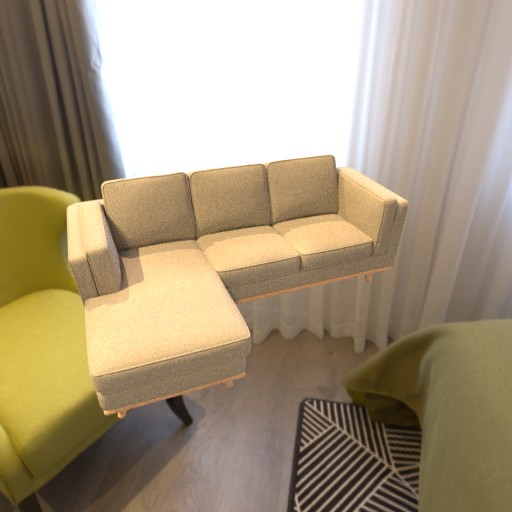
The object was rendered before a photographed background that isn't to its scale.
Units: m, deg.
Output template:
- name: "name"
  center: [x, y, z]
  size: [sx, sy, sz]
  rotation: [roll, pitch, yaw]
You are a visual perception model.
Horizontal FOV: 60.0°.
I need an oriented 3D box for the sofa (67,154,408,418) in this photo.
- name: "sofa"
  center: [0.000, 0.000, 3.153]
  size: [2.411, 0.929, 1.604]
  rotation: [-11, 32, -18]
